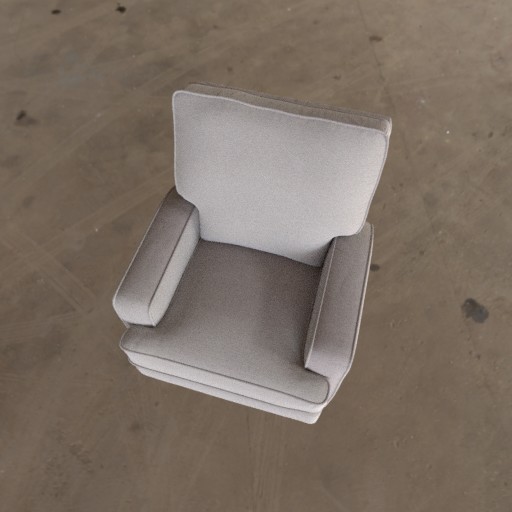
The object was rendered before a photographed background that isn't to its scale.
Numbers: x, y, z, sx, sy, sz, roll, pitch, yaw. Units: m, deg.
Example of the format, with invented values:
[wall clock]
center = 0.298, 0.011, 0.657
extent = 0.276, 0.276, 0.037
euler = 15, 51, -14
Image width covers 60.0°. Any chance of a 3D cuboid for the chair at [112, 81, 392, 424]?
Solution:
[chair]
center = 0.000, 0.000, 1.702
extent = 0.861, 0.964, 0.969
euler = 14, 60, 8
